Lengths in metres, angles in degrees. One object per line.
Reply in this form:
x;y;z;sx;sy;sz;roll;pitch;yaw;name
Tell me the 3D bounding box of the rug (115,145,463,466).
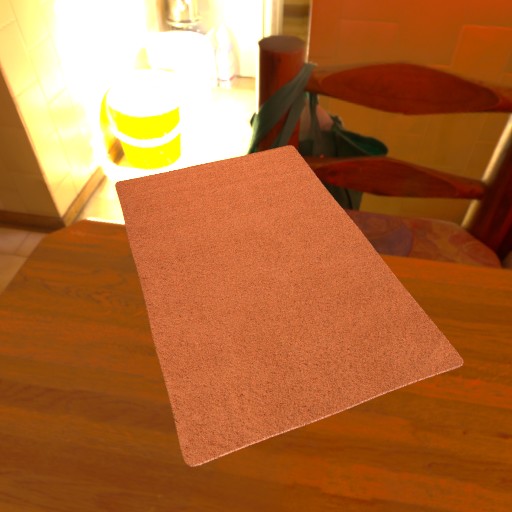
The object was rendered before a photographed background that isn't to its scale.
0.000;0.000;3.444;1.801;0.024;2.700;-15;48;-14;rug
